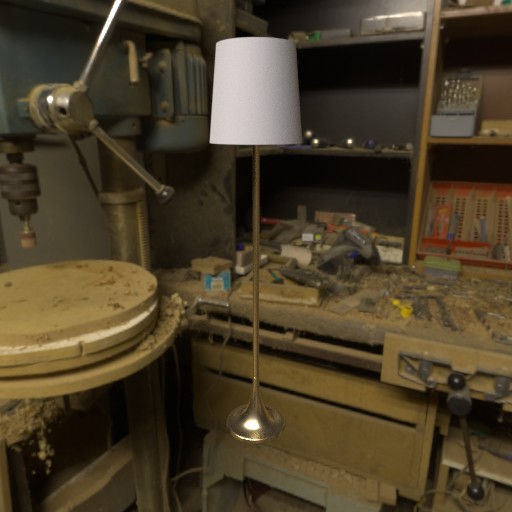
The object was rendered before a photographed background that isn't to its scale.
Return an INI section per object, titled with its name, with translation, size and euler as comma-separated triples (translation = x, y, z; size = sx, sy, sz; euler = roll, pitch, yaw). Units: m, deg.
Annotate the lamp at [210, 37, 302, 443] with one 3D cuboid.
[lamp]
translation = 0.000, 0.000, 1.744
size = 0.337, 1.543, 0.337
euler = 0, 16, 0
